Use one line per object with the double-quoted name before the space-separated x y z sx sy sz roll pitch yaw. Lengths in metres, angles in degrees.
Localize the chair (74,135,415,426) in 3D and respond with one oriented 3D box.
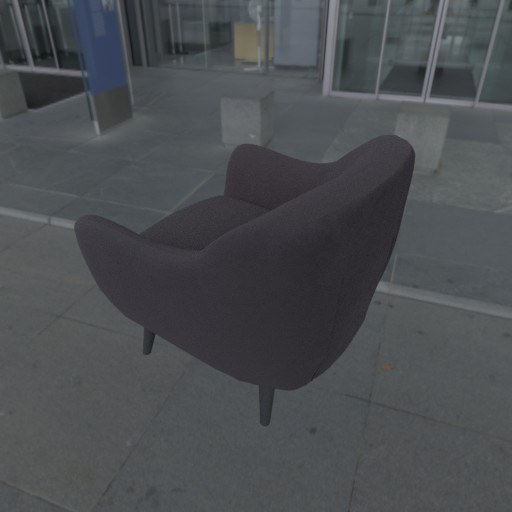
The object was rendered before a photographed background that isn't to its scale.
"chair" 0.000 0.000 1.494 0.819 0.807 0.840 21 38 29
